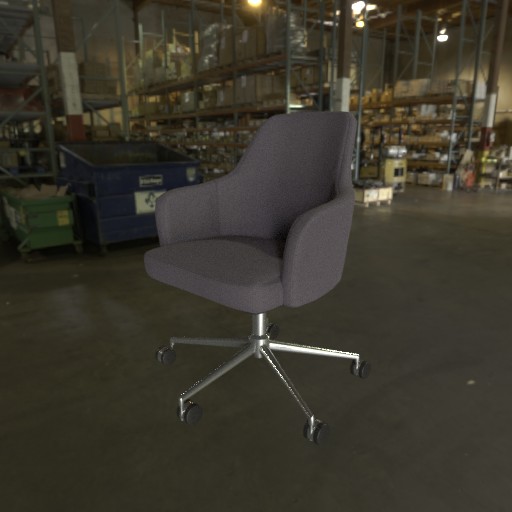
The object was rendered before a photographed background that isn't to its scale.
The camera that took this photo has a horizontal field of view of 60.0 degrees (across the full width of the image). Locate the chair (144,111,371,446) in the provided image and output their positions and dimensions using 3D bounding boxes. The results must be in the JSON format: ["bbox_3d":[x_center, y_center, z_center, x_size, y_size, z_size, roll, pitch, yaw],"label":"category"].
[{"bbox_3d":[0.000,0.000,1.289,0.655,0.820,0.600,14,20,42],"label":"chair"}]
